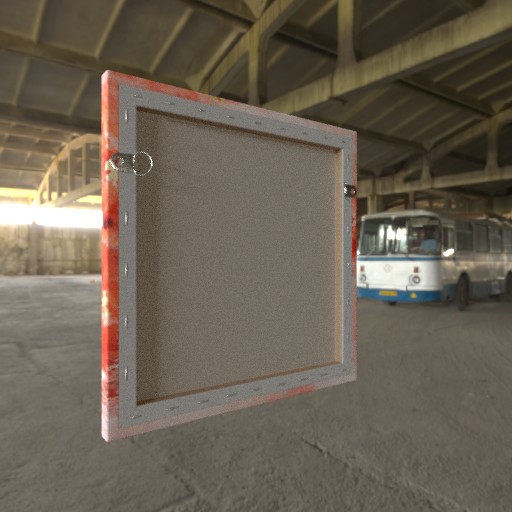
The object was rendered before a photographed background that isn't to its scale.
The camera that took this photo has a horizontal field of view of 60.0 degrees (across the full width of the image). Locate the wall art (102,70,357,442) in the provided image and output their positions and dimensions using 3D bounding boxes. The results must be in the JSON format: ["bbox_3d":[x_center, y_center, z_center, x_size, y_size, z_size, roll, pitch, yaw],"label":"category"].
[{"bbox_3d":[0.000,0.000,1.110,0.747,0.746,0.064,0,0,-37],"label":"wall art"}]
